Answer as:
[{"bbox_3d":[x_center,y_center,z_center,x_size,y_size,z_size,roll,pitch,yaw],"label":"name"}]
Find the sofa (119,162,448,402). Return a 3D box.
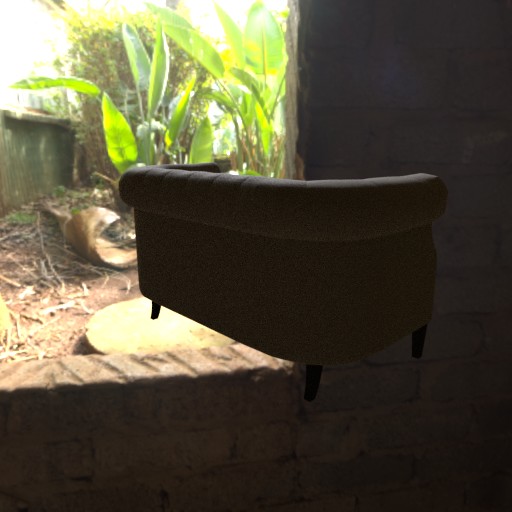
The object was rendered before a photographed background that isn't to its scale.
[{"bbox_3d":[0.000,0.000,2.126,0.835,0.827,1.558,-14,20,-42],"label":"sofa"}]
